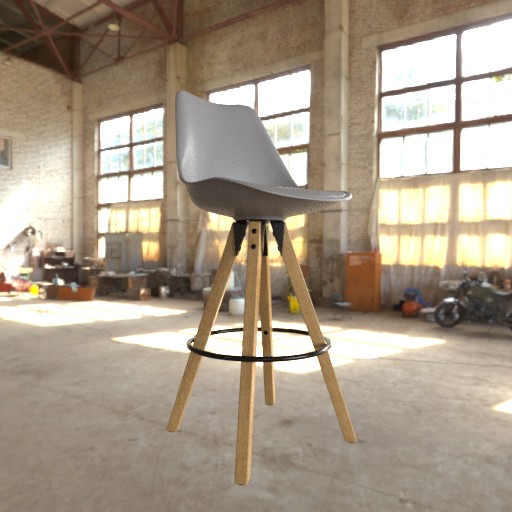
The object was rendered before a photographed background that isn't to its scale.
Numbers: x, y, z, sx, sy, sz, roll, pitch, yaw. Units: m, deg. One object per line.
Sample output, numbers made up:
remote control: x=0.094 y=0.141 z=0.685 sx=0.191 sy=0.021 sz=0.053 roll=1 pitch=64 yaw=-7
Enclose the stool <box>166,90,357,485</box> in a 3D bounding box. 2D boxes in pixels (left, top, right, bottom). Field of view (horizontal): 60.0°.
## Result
stool: x=0.000 y=0.000 z=1.387 sx=0.485 sy=1.115 sz=0.550 roll=-1 pitch=1 yaw=-37
